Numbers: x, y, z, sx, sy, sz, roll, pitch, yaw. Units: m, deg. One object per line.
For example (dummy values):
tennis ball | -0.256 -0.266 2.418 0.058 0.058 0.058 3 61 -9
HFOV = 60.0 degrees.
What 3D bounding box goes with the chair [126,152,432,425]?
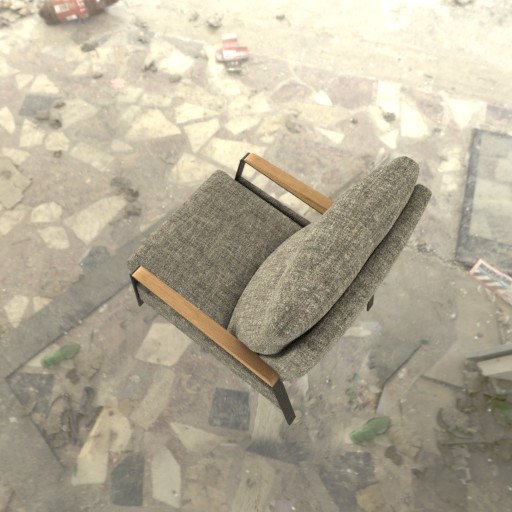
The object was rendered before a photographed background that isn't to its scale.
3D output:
chair | 0.000 0.000 1.609 0.868 1.042 0.671 34 69 16
